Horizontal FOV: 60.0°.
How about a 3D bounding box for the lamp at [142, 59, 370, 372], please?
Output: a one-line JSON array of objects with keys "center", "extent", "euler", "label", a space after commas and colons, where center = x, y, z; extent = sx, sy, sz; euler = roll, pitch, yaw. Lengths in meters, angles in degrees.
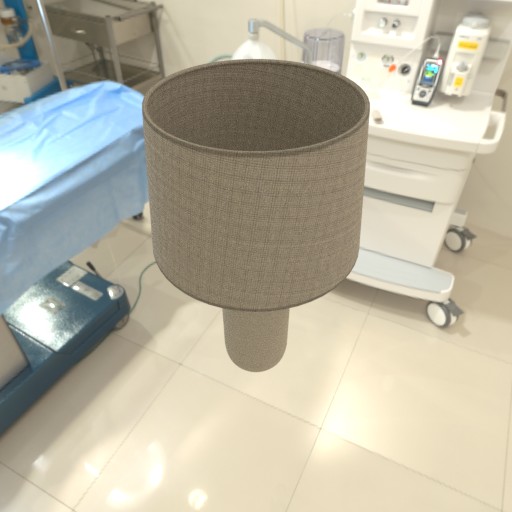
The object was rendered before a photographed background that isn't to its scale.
[{"center": [0.000, 0.000, 0.834], "extent": [0.367, 0.609, 0.367], "euler": [0, 42, 0], "label": "lamp"}]
